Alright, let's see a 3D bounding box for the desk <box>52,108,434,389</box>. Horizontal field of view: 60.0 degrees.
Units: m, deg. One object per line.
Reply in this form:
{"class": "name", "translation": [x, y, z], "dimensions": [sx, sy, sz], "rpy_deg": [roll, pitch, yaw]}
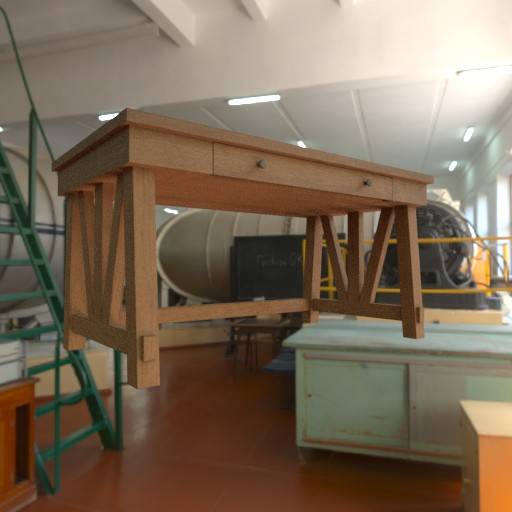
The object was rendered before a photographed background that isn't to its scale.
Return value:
{"class": "desk", "translation": [0.000, 0.000, 1.954], "dimensions": [1.499, 0.762, 0.813], "rpy_deg": [1, -1, -38]}
